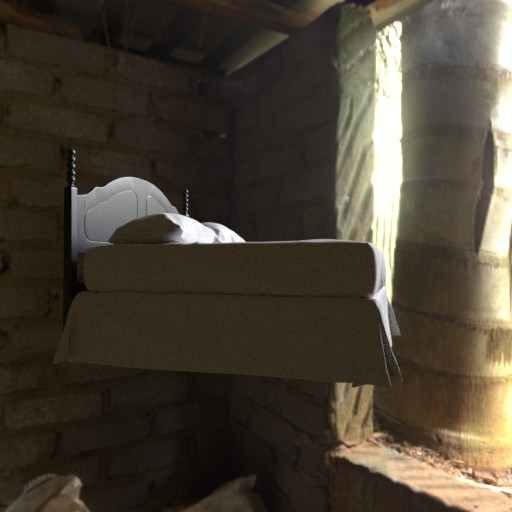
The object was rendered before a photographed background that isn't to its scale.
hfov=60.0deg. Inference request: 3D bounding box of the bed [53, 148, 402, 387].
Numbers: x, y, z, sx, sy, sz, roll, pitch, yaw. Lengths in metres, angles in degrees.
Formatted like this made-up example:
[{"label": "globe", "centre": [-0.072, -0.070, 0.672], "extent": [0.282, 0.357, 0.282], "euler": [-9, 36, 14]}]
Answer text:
[{"label": "bed", "centre": [0.000, 0.000, 3.288], "extent": [2.040, 1.356, 1.873], "euler": [0, -1, 18]}]
